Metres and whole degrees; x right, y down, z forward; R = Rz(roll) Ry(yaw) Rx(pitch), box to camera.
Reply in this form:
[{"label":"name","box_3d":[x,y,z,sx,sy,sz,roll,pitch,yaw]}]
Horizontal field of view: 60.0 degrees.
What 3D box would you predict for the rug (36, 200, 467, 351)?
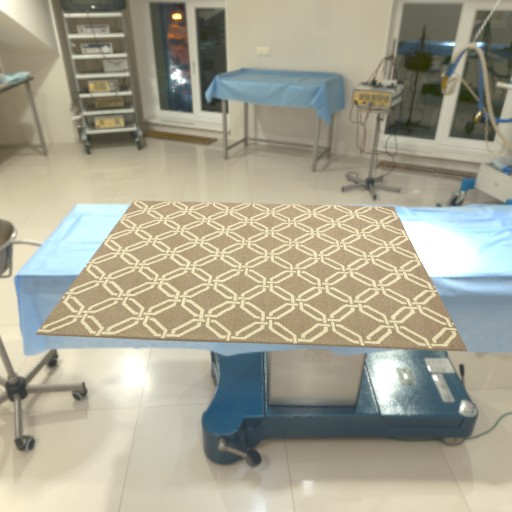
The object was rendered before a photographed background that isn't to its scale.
[{"label":"rug","box_3d":[0.000,0.000,3.944,2.895,0.018,2.288,2,31,3]}]
